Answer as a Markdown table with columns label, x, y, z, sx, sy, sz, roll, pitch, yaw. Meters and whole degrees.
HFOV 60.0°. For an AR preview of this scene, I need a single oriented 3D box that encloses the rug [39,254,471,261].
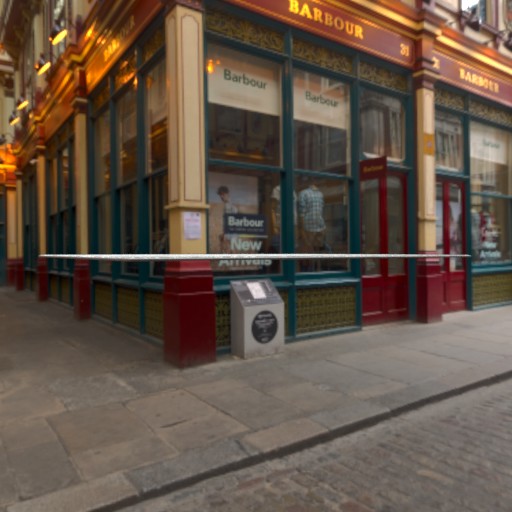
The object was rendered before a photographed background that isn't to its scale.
| label | x | y | z | sx | sy | sz | roll | pitch | yaw |
| --- | --- | --- | --- | --- | --- | --- | --- | --- | --- |
| rug | 0.000 | 0.000 | 2.776 | 2.206 | 0.014 | 1.578 | 0 | 1 | -36 |
